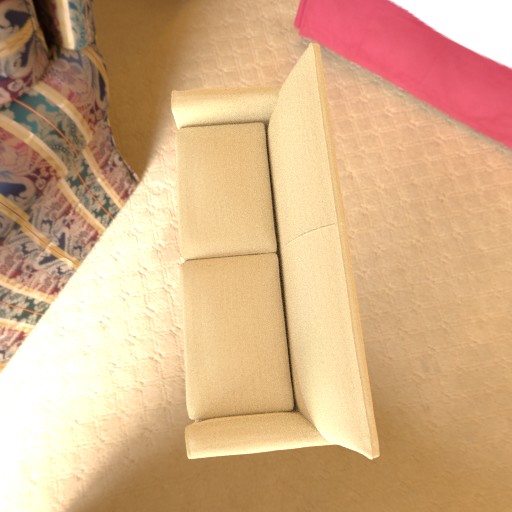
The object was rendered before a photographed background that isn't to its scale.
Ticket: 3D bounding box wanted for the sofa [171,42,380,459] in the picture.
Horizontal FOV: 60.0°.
[{"bbox_3d":[0.000,0.000,2.452,0.841,0.907,2.001,-5,75,-1],"label":"sofa"}]
